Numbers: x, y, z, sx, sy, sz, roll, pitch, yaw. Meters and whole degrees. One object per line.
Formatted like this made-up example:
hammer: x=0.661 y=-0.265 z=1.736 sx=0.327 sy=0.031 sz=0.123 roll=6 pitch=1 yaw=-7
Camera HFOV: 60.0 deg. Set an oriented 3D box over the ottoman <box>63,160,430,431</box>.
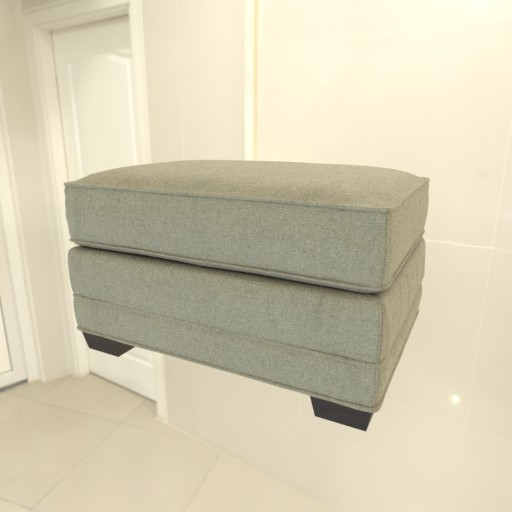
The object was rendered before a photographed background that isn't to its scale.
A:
ottoman: x=0.000 y=0.000 z=1.238 sx=0.848 sy=0.508 sz=0.611 roll=8 pitch=18 yaw=26
